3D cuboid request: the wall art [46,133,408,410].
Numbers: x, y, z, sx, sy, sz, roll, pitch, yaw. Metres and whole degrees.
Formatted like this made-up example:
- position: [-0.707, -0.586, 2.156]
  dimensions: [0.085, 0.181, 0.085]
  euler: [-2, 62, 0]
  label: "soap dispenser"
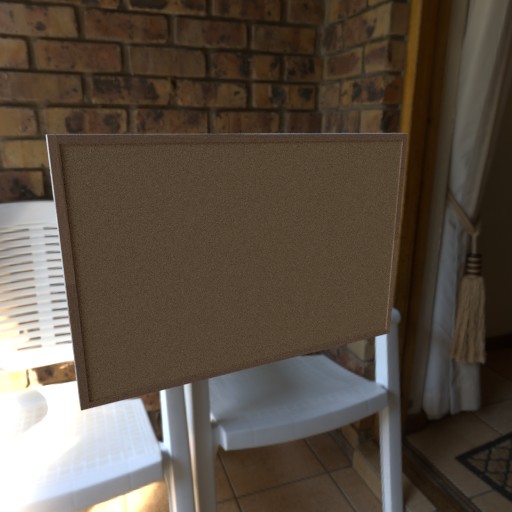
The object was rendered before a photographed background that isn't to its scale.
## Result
- position: [0.000, 0.000, 0.766]
  dimensions: [0.613, 0.407, 0.035]
  euler: [-8, 18, -25]
  label: "wall art"
